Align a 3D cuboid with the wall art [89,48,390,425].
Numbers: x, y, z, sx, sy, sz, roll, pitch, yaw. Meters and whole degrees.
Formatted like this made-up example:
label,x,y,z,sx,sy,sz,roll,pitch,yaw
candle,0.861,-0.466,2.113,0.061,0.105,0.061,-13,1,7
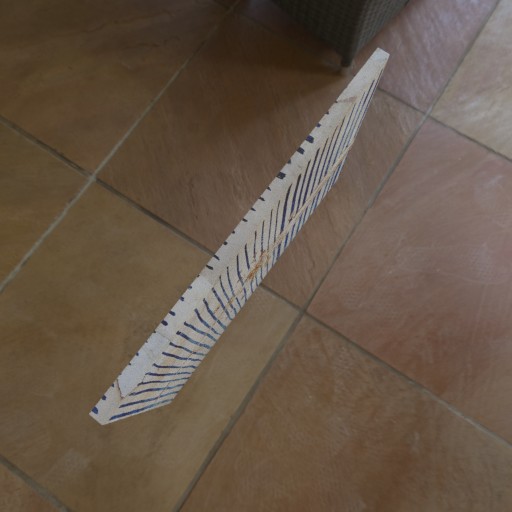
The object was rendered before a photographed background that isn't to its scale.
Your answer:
label,x,y,z,sx,sy,sz,roll,pitch,yaw
wall art,0.000,0.000,1.419,0.038,0.757,1.143,35,78,9
